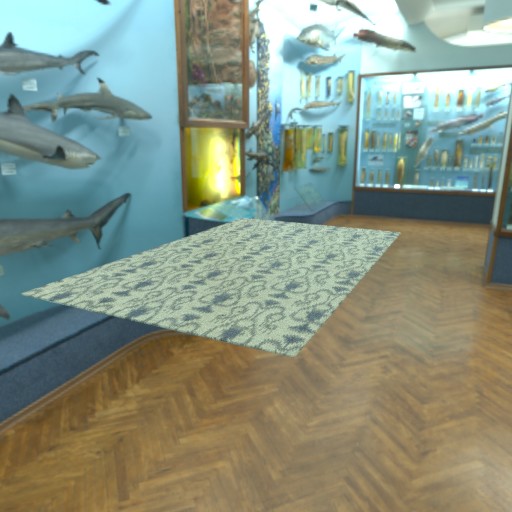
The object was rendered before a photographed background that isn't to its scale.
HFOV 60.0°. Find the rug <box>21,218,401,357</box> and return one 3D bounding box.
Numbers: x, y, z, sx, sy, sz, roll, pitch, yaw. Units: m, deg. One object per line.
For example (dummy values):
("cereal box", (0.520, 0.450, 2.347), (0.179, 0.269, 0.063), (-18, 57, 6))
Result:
("rug", (0.000, 0.000, 2.046), (1.035, 0.006, 1.652), (7, 17, 25))
